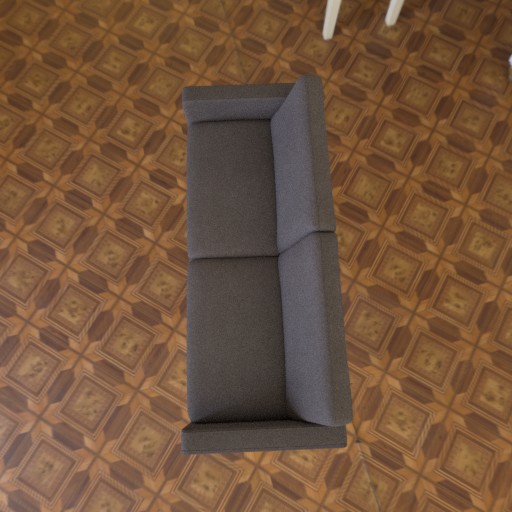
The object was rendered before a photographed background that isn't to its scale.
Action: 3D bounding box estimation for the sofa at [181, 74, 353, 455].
[{"bbox_3d":[0.000,0.000,2.403,0.774,0.828,1.925,-2,75,-1],"label":"sofa"}]
